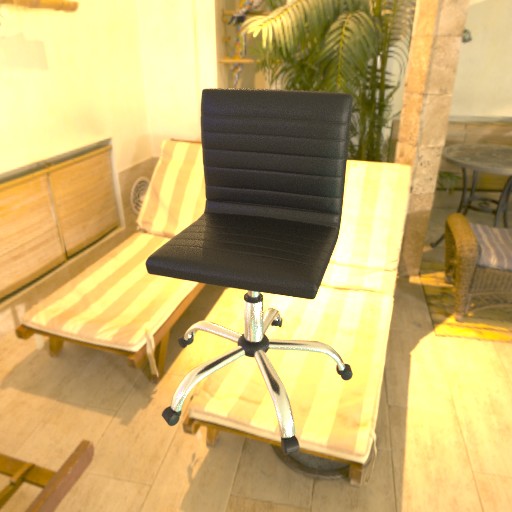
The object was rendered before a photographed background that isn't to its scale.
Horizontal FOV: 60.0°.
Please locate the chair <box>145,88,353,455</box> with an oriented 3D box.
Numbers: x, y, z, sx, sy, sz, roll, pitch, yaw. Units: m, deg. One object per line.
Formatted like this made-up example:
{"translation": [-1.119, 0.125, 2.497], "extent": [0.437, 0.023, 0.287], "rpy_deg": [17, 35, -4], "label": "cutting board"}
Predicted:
{"translation": [0.000, 0.000, 1.146], "extent": [0.556, 0.780, 0.530], "rpy_deg": [8, 28, 15], "label": "chair"}
